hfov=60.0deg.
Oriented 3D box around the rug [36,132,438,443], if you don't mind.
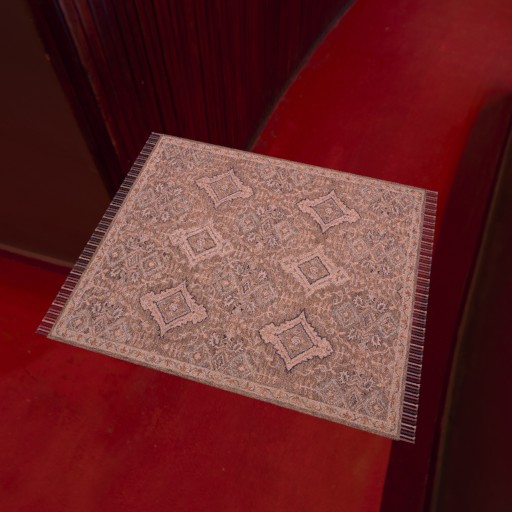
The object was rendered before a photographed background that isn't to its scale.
[{"bbox_3d":[0.000,0.000,4.009,3.056,0.010,2.437,14,59,8],"label":"rug"}]
